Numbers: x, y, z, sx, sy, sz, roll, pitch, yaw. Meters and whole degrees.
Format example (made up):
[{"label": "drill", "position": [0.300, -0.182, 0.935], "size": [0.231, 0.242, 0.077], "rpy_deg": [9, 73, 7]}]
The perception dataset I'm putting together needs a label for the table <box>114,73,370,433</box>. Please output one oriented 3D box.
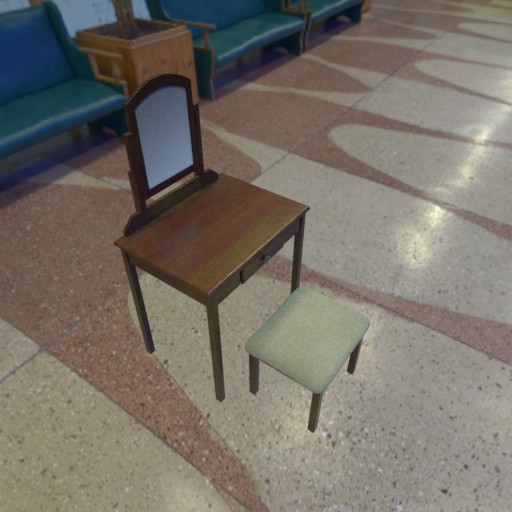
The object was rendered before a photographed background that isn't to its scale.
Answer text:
[{"label": "table", "position": [0.000, 0.000, 2.332], "size": [1.211, 1.631, 0.876], "rpy_deg": [25, 46, 27]}]
